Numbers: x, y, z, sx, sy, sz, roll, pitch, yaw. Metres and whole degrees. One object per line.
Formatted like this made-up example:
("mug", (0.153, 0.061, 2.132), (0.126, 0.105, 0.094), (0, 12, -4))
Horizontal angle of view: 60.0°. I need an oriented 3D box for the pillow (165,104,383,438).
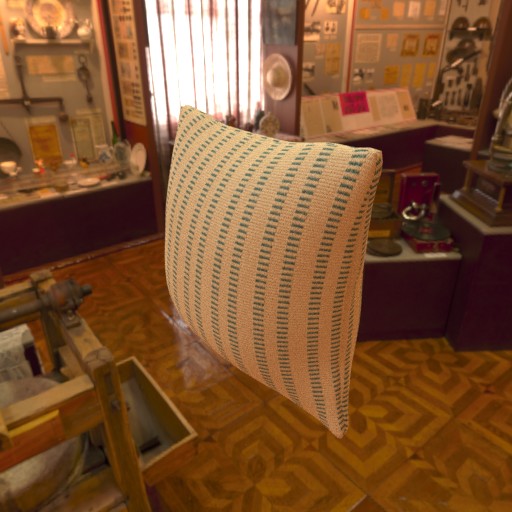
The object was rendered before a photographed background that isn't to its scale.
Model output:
("pillow", (0.000, 0.000, 0.709), (0.247, 0.419, 0.438), (-18, 32, -32))
